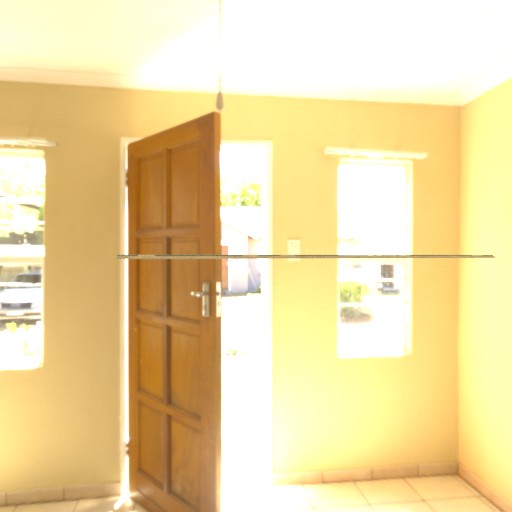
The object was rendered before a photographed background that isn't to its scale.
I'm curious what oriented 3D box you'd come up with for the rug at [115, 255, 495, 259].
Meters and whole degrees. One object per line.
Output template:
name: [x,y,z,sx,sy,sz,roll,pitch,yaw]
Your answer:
rug: [0.000,0.000,4.103,2.466,0.021,3.049,0,0,-17]
